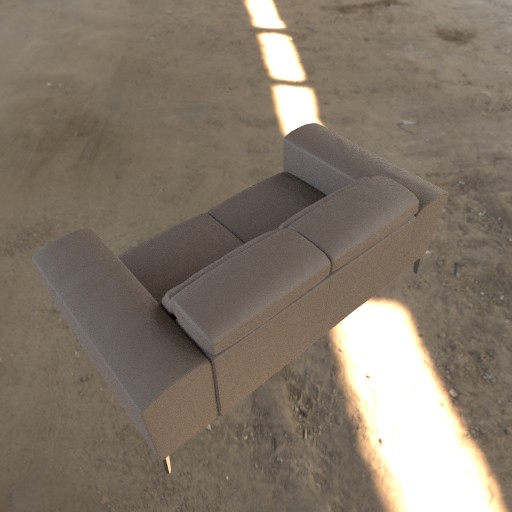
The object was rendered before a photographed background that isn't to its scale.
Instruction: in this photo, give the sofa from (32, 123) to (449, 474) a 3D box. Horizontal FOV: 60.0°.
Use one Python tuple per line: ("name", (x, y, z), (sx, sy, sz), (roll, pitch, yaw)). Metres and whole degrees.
("sofa", (0.000, 0.000, 2.346), (1.895, 0.779, 1.003), (-31, 53, -27))
